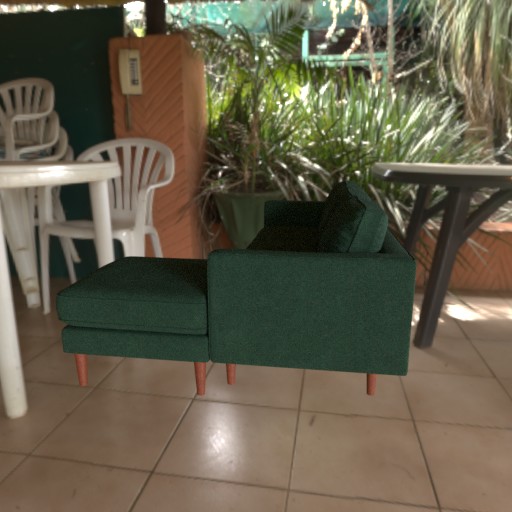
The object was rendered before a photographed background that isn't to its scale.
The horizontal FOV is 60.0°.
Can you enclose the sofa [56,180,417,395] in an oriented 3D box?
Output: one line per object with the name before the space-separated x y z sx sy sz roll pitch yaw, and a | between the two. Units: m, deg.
sofa | 0.000 0.000 2.866 1.580 0.899 2.030 2 14 8
